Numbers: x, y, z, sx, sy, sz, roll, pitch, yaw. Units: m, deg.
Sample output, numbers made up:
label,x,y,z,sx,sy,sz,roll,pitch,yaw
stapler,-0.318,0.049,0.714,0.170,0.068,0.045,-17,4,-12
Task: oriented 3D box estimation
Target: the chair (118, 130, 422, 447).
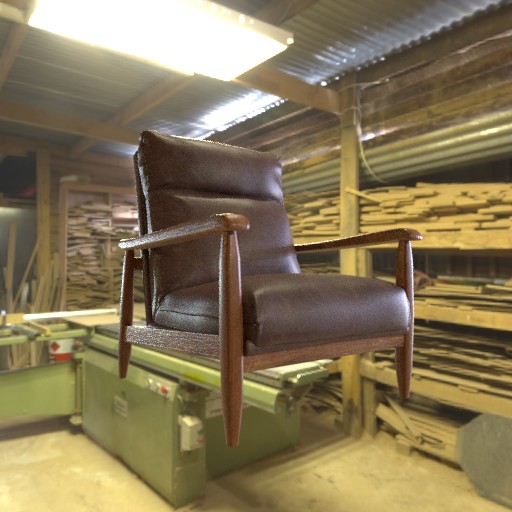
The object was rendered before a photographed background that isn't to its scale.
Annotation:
label,x,y,z,sx,sy,sz,roll,pitch,yaw
chair,0.000,0.000,1.511,0.782,0.897,0.830,1,-2,-35
